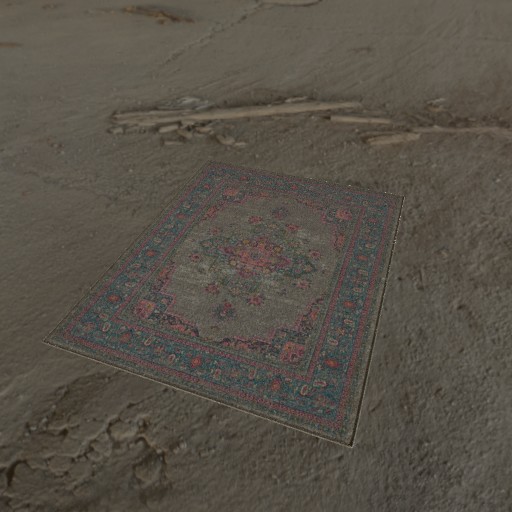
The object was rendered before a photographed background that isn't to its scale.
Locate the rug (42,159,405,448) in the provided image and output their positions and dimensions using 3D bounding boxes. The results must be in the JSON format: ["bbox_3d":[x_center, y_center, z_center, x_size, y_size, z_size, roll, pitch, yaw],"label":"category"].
[{"bbox_3d":[0.000,0.000,4.199,2.434,0.013,3.057,14,43,15],"label":"rug"}]
